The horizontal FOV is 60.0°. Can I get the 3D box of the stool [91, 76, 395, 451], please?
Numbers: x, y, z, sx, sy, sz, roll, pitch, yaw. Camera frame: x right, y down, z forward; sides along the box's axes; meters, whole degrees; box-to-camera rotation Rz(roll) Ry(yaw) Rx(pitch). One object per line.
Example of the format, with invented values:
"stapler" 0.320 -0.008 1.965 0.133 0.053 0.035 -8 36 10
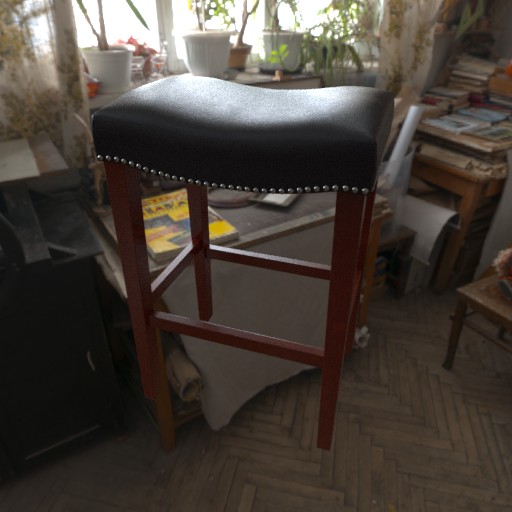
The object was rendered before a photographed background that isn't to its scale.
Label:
"stool" 0.000 0.000 1.028 0.504 0.742 0.372 10 33 16
